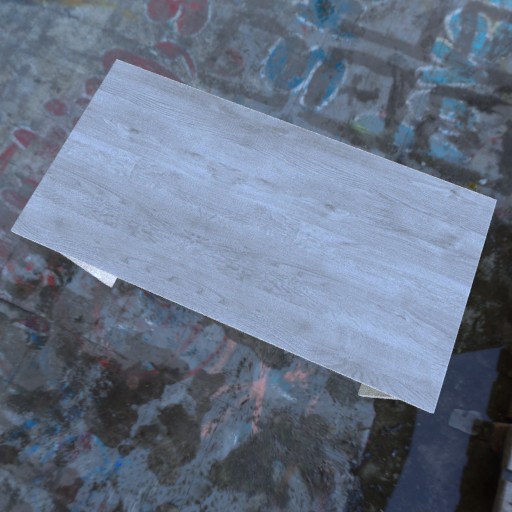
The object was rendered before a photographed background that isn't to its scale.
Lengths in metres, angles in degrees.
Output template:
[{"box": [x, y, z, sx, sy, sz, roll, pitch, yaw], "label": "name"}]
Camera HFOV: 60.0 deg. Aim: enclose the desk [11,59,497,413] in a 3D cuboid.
[{"box": [0.000, 0.000, 1.471, 1.100, 0.730, 0.560, 22, 75, 6], "label": "desk"}]
